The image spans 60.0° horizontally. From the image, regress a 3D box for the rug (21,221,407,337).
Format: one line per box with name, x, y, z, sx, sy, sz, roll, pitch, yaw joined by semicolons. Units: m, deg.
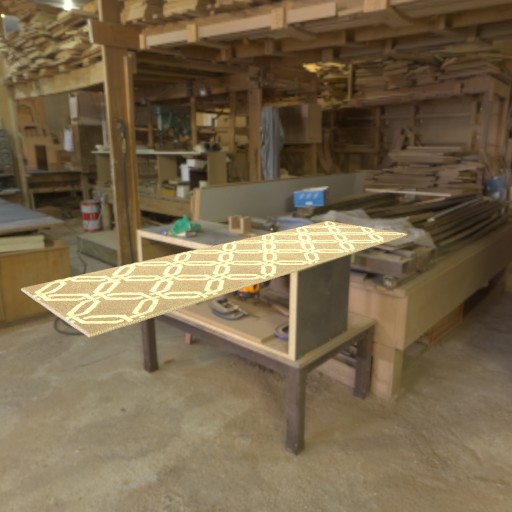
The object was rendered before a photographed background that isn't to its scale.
rug;0.000;0.000;2.509;2.276;0.014;0.678;-15;21;-43
